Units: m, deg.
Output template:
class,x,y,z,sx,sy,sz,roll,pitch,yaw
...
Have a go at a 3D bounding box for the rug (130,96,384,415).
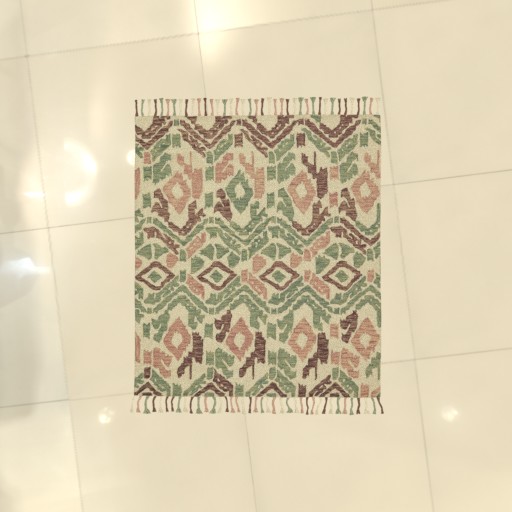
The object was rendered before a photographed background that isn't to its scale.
class,x,y,z,sx,sy,sz,roll,pitch,yaw
rug,0.000,0.000,4.256,2.438,0.010,3.048,0,90,1
